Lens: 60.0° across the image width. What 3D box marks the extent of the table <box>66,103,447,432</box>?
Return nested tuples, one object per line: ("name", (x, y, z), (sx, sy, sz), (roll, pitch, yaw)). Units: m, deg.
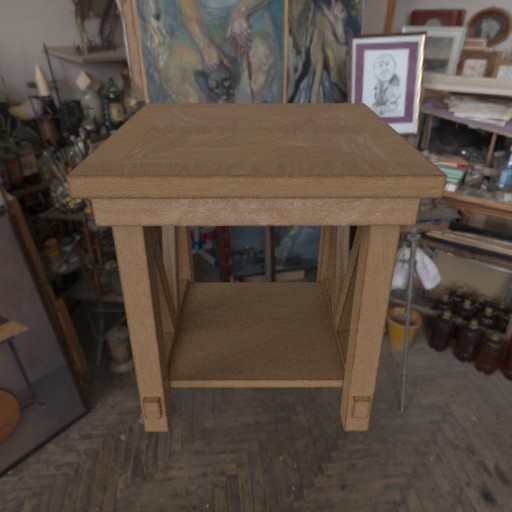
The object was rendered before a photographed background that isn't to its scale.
("table", (0.000, 0.000, 1.131), (0.610, 0.638, 0.612), (0, 29, 0))
